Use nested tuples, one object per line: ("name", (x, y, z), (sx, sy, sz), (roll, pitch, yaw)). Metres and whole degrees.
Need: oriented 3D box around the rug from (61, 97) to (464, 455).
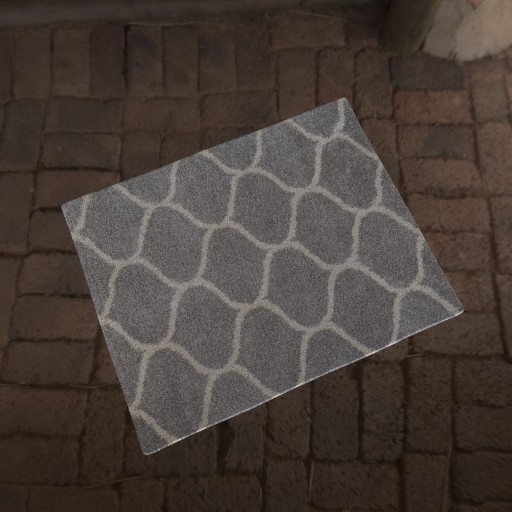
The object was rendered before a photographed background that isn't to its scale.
("rug", (0.000, 0.000, 4.060), (3.000, 0.026, 2.399), (-22, 75, -6))
